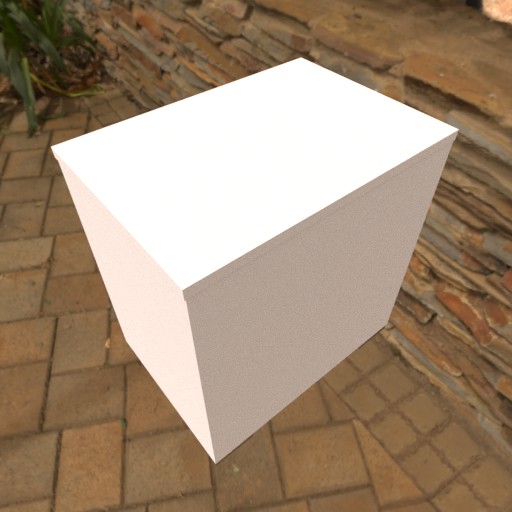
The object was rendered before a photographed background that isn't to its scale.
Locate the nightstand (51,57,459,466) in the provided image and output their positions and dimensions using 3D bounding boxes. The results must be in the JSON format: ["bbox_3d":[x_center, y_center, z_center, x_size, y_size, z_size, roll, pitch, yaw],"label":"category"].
[{"bbox_3d":[0.000,0.000,0.753,0.441,0.460,0.325,-31,53,-26],"label":"nightstand"}]
